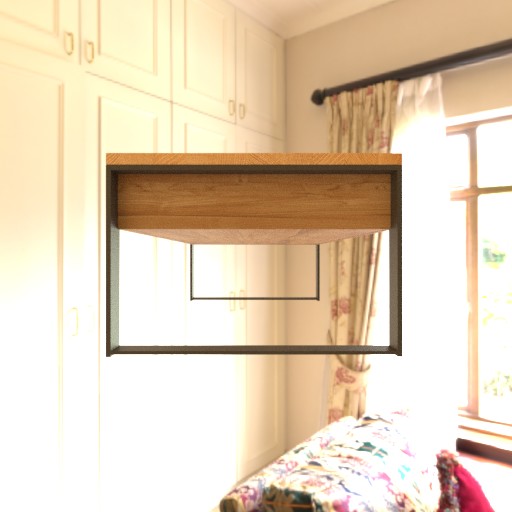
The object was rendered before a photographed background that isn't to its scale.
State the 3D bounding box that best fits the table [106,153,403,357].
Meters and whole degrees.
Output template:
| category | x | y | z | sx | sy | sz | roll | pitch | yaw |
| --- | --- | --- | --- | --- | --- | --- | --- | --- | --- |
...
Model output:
| category | x | y | z | sx | sy | sz | roll | pitch | yaw |
| --- | --- | --- | --- | --- | --- | --- | --- | --- | --- |
| table | 0.000 | 0.000 | 1.457 | 0.590 | 0.400 | 1.180 | 0 | 0 | 0 |
